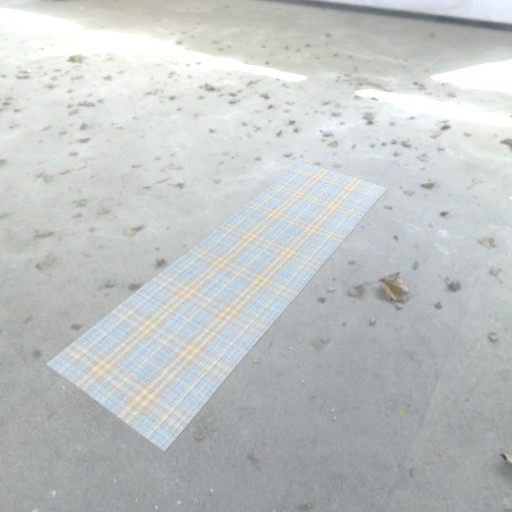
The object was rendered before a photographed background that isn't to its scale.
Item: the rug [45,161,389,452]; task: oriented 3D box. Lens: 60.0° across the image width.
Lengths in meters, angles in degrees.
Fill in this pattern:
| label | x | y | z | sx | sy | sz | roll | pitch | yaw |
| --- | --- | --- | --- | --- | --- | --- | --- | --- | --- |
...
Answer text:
| label | x | y | z | sx | sy | sz | roll | pitch | yaw |
| --- | --- | --- | --- | --- | --- | --- | --- | --- | --- |
| rug | 0.000 | 0.000 | 2.708 | 0.762 | 0.013 | 2.439 | 23 | 45 | 25 |
